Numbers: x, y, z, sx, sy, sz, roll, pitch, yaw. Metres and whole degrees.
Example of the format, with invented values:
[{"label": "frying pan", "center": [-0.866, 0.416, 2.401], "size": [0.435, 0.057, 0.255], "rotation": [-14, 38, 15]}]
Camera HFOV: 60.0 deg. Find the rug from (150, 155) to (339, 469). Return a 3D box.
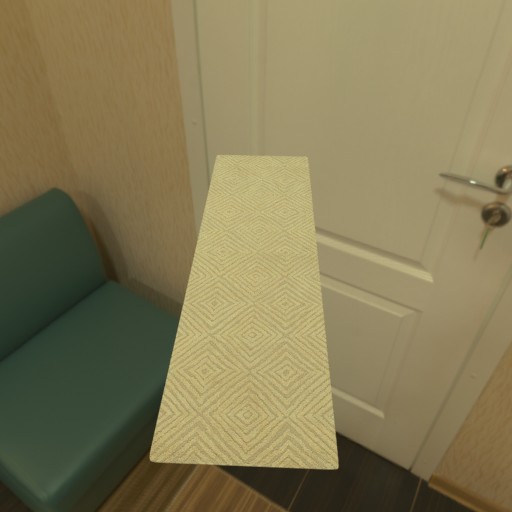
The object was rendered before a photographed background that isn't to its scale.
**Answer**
[{"label": "rug", "center": [0.000, 0.000, 2.431], "size": [0.676, 0.008, 2.277], "rotation": [2, 41, 2]}]
